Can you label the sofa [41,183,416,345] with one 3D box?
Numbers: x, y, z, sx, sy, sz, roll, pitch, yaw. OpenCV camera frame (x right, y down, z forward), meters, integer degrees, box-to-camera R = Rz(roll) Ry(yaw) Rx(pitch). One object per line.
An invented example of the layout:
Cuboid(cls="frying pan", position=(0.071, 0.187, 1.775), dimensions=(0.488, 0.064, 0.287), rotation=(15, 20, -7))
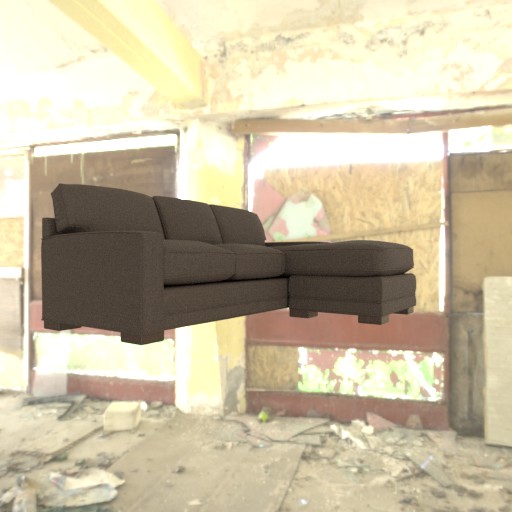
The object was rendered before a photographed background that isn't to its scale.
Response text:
Cuboid(cls="sofa", position=(0.000, 0.000, 3.347), dimensions=(1.790, 0.973, 2.370), rotation=(0, 0, 35))
